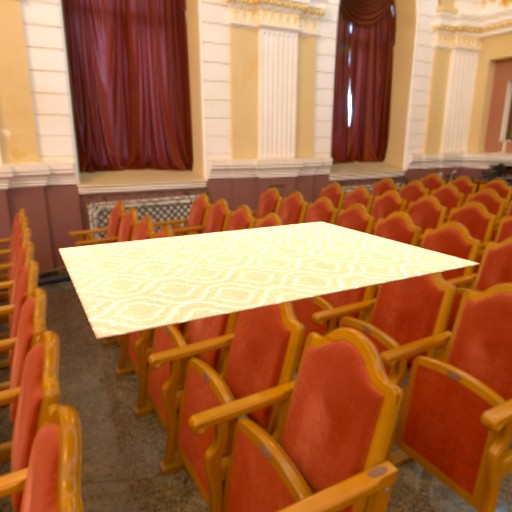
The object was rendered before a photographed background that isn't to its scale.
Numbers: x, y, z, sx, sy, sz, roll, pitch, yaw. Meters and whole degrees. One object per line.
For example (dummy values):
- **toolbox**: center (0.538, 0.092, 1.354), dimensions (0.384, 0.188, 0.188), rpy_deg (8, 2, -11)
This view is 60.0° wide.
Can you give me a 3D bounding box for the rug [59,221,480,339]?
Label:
- **rug**: center (0.000, 0.000, 4.325), dimensions (3.353, 0.010, 2.438), rpy_deg (-8, 17, -27)
